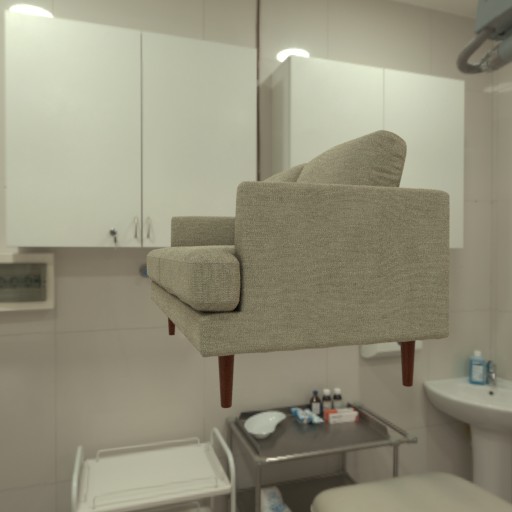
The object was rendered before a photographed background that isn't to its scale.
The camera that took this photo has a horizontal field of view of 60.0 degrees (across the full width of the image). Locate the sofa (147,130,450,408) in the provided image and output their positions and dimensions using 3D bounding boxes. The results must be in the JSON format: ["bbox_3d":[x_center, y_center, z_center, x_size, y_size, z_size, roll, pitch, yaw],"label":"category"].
[{"bbox_3d":[0.000,0.000,2.108,0.903,0.944,1.582,0,1,-19],"label":"sofa"}]
